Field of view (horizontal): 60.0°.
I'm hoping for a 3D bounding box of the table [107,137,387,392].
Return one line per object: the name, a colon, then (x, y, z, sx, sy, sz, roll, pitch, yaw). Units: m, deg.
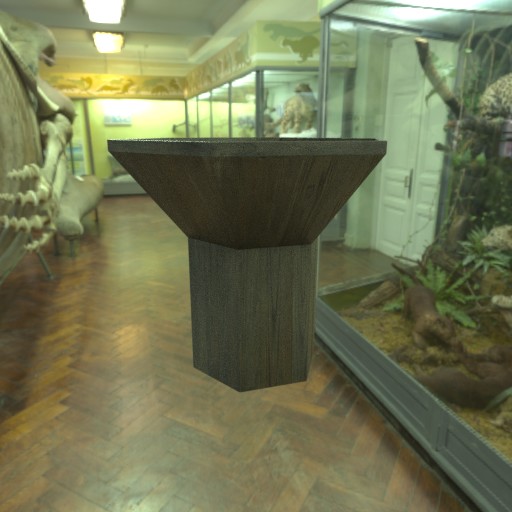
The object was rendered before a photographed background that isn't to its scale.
table: (0.000, 0.000, 1.147, 0.683, 0.586, 0.592, 14, 21, 41)
